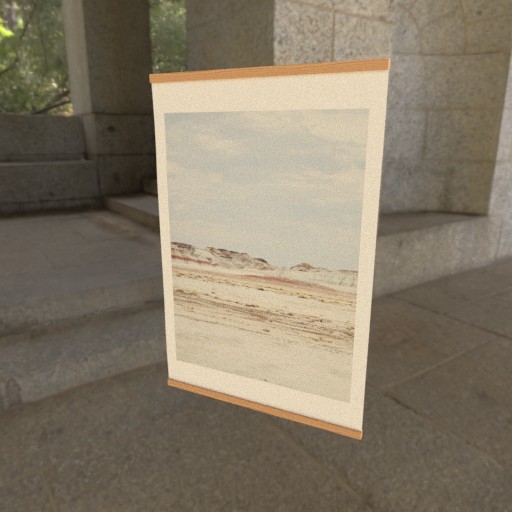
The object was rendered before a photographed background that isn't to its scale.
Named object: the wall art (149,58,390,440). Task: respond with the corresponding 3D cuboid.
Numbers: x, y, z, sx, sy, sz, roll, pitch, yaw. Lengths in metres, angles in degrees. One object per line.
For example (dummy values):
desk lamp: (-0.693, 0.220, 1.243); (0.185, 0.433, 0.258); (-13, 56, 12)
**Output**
wall art: (0.000, 0.000, 1.929); (1.011, 1.521, 0.025); (7, 17, 24)
